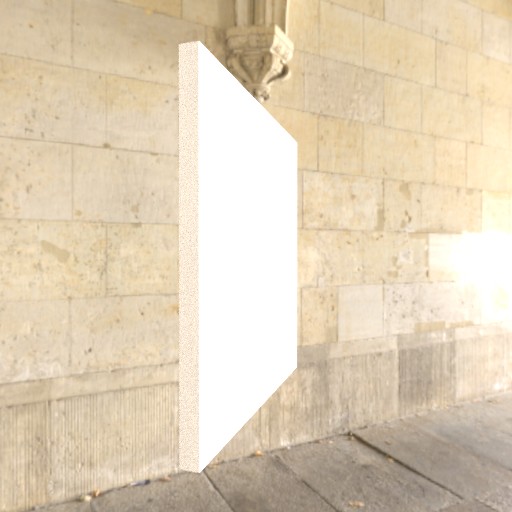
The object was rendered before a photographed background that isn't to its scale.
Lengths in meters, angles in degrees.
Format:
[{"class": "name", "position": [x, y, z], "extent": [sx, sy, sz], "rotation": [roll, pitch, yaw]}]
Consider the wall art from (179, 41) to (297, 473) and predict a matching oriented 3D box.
[{"class": "wall art", "position": [0.000, 0.000, 1.148], "extent": [0.040, 0.762, 0.762], "rotation": [0, 0, 18]}]
